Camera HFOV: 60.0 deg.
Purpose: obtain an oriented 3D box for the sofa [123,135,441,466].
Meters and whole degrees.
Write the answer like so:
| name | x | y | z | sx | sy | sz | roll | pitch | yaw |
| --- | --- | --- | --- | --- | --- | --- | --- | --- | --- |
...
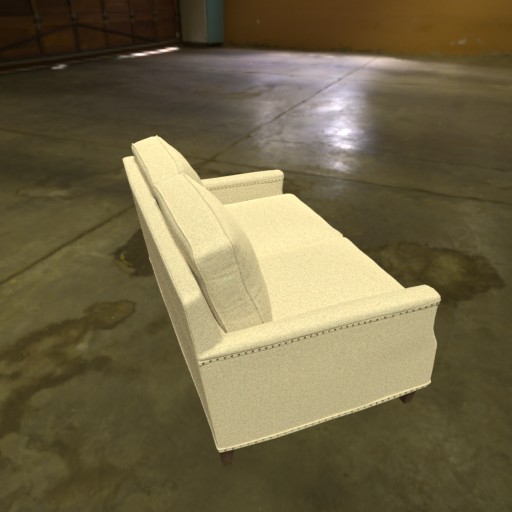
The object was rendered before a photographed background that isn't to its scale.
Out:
| name | x | y | z | sx | sy | sz | roll | pitch | yaw |
| --- | --- | --- | --- | --- | --- | --- | --- | --- | --- |
| sofa | 0.000 | 0.000 | 2.272 | 1.084 | 1.003 | 1.597 | -11 | 32 | -18 |
